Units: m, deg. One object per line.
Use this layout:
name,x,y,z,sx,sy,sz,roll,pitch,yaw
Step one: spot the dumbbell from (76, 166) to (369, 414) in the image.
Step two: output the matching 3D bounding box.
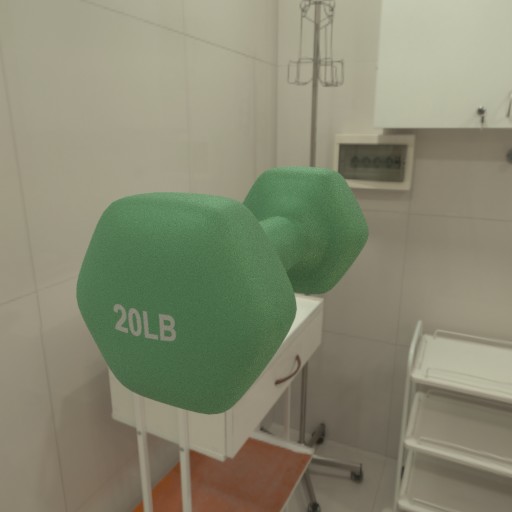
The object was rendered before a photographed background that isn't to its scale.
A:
dumbbell,0.000,0.000,0.332,0.129,0.117,0.260,7,17,24
